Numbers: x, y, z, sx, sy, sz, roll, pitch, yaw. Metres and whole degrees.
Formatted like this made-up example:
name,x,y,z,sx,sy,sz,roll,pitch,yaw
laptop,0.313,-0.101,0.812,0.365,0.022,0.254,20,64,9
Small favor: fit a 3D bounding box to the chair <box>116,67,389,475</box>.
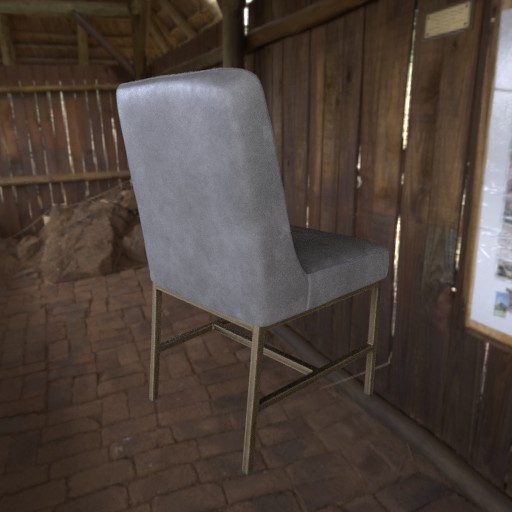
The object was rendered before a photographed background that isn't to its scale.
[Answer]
name,x,y,z,sx,sy,sz,roll,pitch,yaw
chair,0.000,0.000,1.228,0.587,0.889,0.508,-15,22,-42
